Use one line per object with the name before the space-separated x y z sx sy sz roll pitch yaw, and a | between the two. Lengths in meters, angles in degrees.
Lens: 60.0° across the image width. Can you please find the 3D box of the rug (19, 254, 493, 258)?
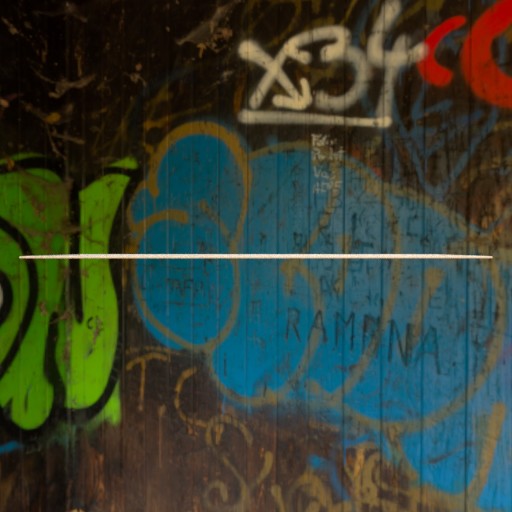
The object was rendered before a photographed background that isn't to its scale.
rug | 0.000 0.000 2.662 2.448 0.012 0.769 0 1 0
